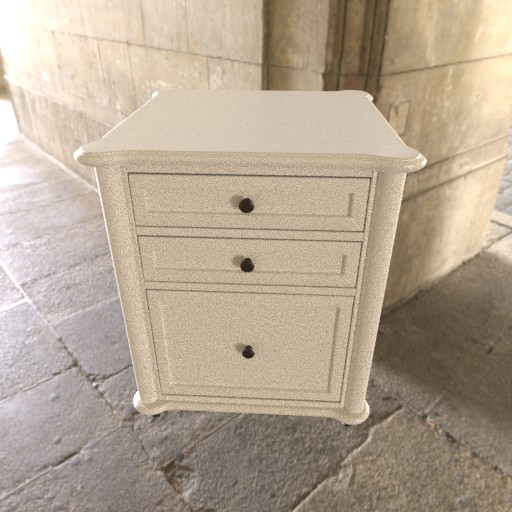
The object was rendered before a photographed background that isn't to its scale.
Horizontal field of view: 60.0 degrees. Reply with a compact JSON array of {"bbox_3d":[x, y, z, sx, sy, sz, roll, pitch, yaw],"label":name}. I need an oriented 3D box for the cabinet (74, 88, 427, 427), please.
[{"bbox_3d":[0.000,0.000,1.213,0.628,0.761,0.627,2,31,3],"label":"cabinet"}]
